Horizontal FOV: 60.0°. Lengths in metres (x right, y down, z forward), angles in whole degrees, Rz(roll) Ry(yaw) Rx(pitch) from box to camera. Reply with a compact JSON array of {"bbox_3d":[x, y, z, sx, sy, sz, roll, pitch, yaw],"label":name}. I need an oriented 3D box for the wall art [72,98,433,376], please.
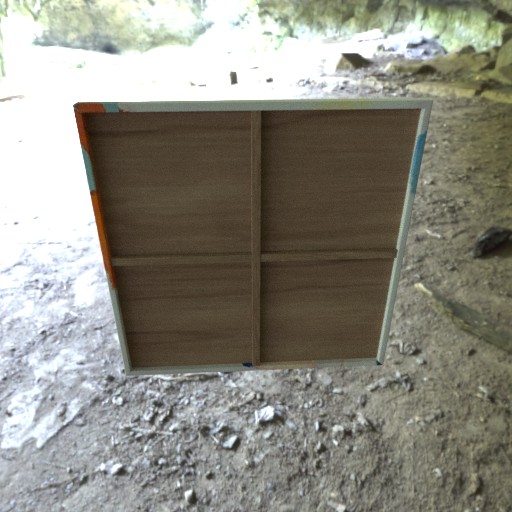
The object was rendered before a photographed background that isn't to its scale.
[{"bbox_3d":[0.000,0.000,1.515,1.017,1.017,0.044,-2,30,-3],"label":"wall art"}]
